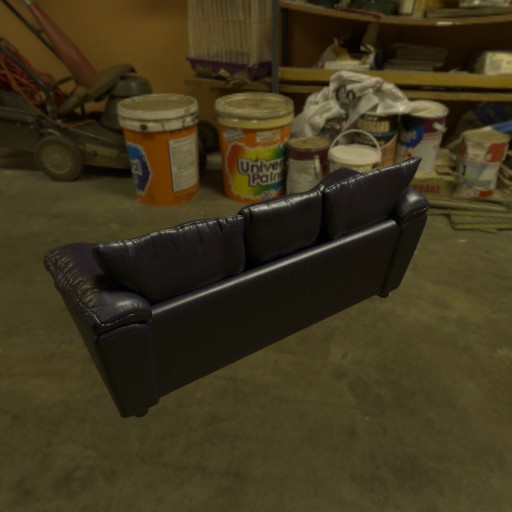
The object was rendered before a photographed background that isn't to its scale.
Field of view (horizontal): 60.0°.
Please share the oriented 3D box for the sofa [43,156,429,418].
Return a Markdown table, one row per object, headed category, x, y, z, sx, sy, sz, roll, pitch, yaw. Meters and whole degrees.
| category | x | y | z | sx | sy | sz | roll | pitch | yaw |
| --- | --- | --- | --- | --- | --- | --- | --- | --- | --- |
| sofa | 0.000 | 0.000 | 2.823 | 2.336 | 1.073 | 0.880 | -19 | 36 | -29 |
